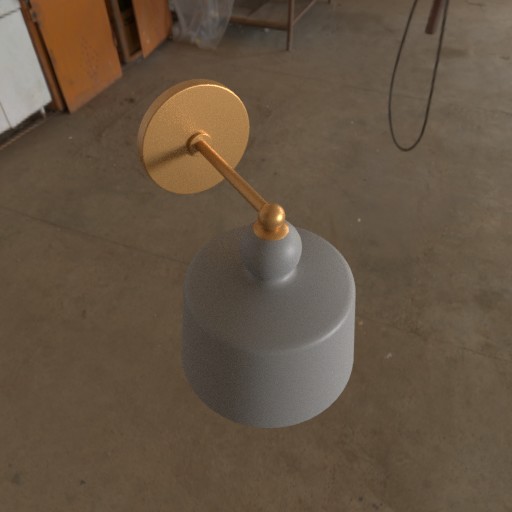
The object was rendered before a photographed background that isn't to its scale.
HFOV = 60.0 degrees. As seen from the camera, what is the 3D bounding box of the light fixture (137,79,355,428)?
[{"bbox_3d":[0.000,0.000,0.451,0.204,0.268,0.254,-24,51,-22],"label":"light fixture"}]
